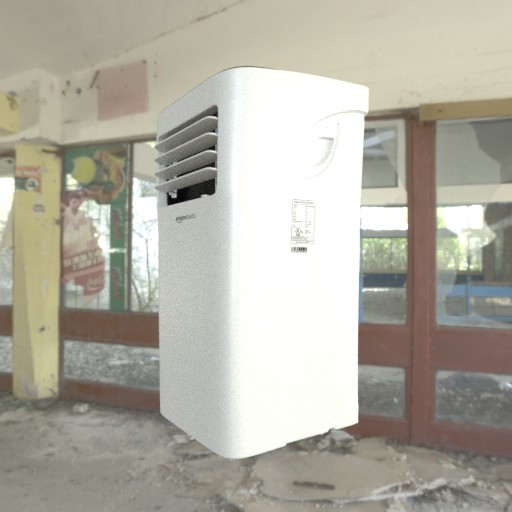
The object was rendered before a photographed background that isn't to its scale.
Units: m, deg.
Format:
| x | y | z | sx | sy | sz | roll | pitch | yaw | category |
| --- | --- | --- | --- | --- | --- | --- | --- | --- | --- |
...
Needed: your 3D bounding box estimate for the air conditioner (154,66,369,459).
| x | y | z | sx | sy | sz | roll | pitch | yaw | category |
| --- | --- | --- | --- | --- | --- | --- | --- | --- | --- |
| 0.000 | 0.000 | 0.954 | 0.369 | 0.716 | 0.352 | 0 | -1 | -35 | air conditioner |
